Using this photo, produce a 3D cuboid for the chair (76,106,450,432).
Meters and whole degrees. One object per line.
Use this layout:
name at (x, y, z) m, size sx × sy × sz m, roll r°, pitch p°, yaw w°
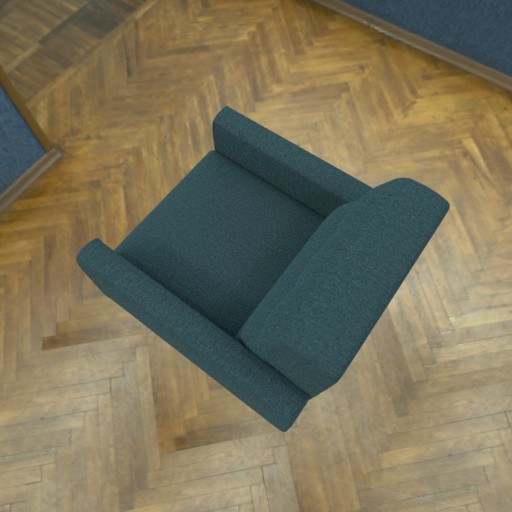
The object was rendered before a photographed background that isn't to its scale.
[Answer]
chair at (0.000, 0.000, 1.693) m, size 0.964 × 0.940 × 0.880 m, roll 34°, pitch 70°, yaw 14°
